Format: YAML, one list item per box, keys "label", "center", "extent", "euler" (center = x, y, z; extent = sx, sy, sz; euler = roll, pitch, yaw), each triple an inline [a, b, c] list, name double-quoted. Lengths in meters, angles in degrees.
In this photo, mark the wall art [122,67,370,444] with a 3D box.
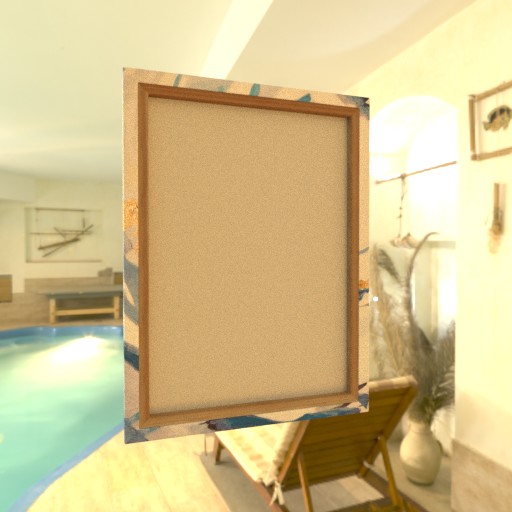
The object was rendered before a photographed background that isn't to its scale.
- label: "wall art"
  center: [0.000, 0.000, 1.327]
  extent: [0.761, 1.015, 0.038]
  euler: [0, 1, -19]
